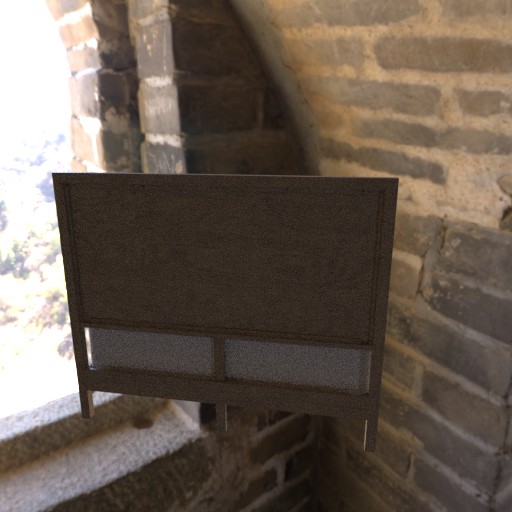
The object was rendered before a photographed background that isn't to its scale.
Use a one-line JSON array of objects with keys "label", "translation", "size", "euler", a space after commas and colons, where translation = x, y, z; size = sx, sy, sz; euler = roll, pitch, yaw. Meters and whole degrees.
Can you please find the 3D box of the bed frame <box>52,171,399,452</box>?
[{"label": "bed frame", "translation": [0.000, 0.000, 3.218], "size": [1.606, 1.369, 2.189], "euler": [3, 16, 10]}]
